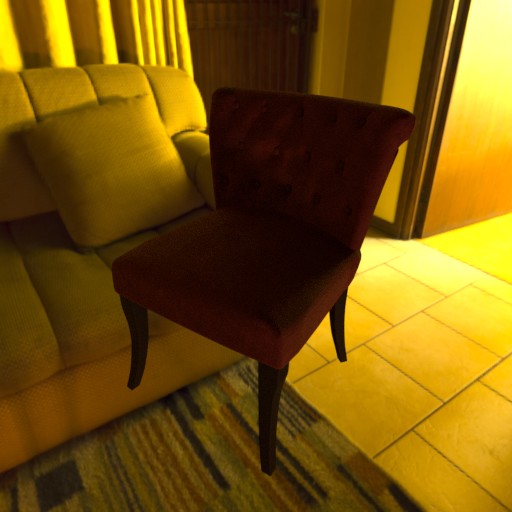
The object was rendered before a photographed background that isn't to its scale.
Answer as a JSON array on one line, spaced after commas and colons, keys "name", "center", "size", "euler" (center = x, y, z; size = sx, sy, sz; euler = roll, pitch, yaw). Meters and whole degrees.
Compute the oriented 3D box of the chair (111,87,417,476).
[{"name": "chair", "center": [0.000, 0.000, 1.183], "size": [0.582, 0.750, 0.605], "euler": [19, 35, 29]}]
